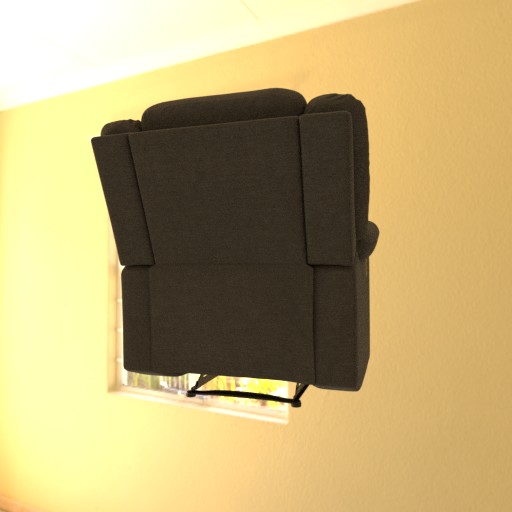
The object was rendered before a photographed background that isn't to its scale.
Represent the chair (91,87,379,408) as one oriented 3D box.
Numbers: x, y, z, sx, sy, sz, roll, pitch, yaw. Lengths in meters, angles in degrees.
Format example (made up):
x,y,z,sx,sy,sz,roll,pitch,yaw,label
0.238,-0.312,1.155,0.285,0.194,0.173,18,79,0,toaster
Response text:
x,y,z,sx,sy,sz,roll,pitch,yaw,label
0.000,0.000,1.698,0.899,1.008,0.944,0,-2,17,chair
